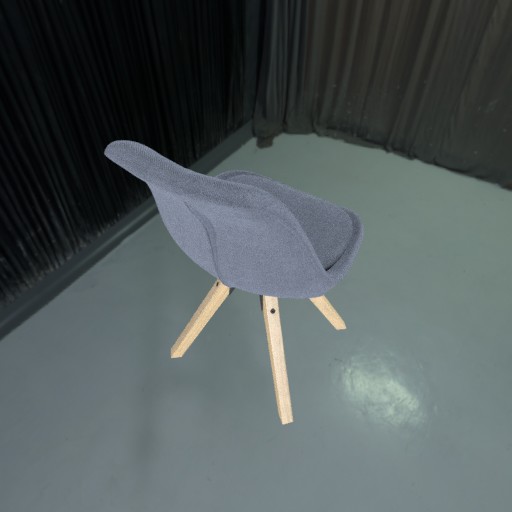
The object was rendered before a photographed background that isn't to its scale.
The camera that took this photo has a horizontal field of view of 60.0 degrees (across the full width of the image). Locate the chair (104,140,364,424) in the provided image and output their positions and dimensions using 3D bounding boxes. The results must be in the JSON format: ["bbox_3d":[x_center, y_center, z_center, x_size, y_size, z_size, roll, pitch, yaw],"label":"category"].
[{"bbox_3d":[0.000,0.000,1.168,0.485,0.850,0.550,24,51,21],"label":"chair"}]
